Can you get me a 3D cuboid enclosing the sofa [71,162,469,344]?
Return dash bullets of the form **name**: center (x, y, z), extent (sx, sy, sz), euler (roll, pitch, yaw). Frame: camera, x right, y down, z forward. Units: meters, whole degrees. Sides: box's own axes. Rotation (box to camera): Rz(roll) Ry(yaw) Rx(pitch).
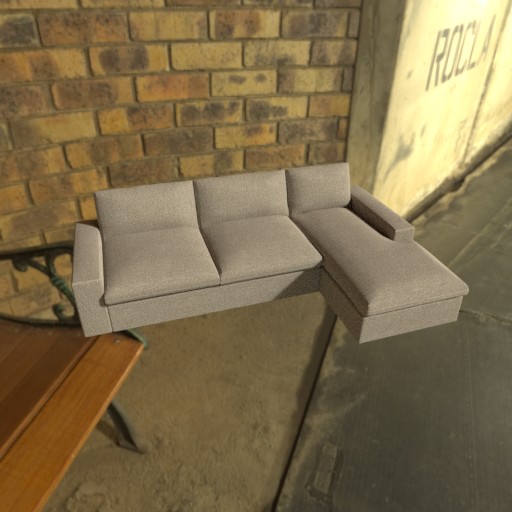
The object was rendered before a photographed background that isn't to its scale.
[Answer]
- **sofa**: center (0.000, 0.000, 3.506), extent (2.718, 0.813, 1.689), euler (-9, 33, -15)
